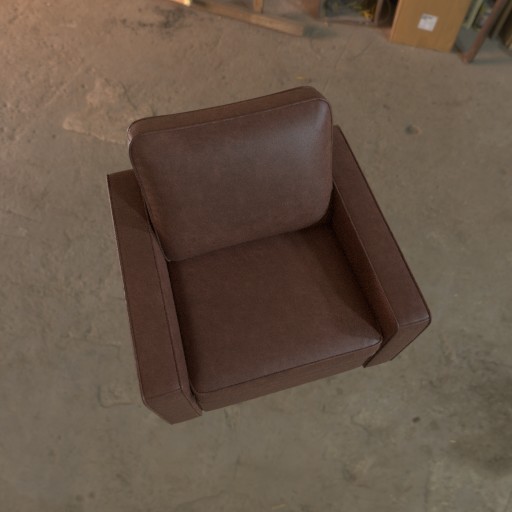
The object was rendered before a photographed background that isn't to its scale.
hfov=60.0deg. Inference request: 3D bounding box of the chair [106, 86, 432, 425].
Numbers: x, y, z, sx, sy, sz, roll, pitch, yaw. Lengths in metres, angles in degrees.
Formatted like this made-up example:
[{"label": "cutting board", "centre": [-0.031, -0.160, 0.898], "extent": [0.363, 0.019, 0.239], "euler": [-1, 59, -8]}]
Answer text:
[{"label": "chair", "centre": [0.000, 0.000, 1.718], "extent": [1.017, 0.919, 0.940], "euler": [-14, 64, -7]}]
